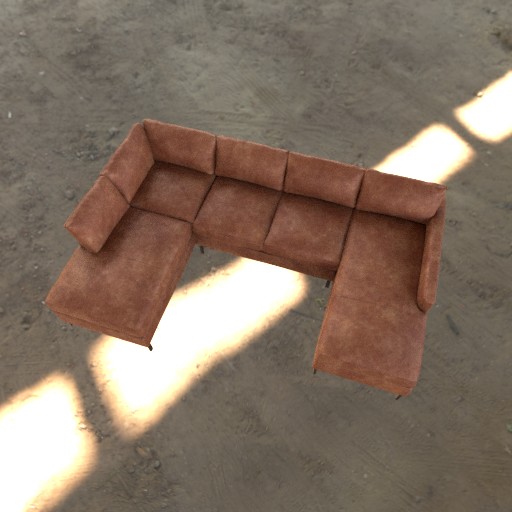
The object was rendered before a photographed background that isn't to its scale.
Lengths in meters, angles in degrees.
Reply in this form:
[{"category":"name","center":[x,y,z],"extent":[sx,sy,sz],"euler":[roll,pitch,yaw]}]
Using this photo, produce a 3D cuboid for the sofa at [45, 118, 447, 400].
[{"category":"sofa","center":[0.000,0.000,3.823],"extent":[2.956,0.900,1.939],"euler":[15,59,9]}]
